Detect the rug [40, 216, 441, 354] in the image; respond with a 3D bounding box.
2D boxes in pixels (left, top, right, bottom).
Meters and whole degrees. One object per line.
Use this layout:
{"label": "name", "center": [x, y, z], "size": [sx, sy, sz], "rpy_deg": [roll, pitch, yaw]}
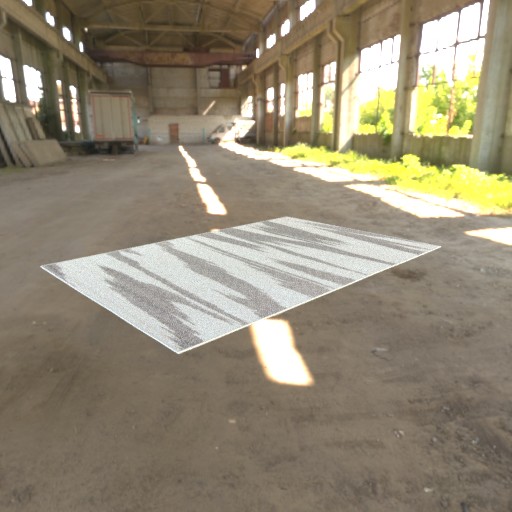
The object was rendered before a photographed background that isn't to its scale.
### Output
{"label": "rug", "center": [0.000, 0.000, 2.398], "size": [1.827, 0.008, 1.225], "rpy_deg": [-15, 22, -41]}
